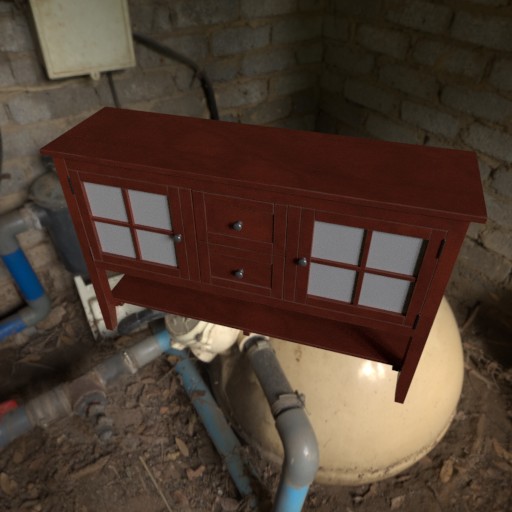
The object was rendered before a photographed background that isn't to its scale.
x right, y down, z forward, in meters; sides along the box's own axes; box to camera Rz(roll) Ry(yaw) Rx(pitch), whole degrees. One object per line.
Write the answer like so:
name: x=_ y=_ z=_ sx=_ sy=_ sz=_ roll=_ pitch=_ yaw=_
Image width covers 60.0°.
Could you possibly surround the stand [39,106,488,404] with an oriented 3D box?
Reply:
stand: x=0.000 y=0.000 z=1.707 sx=1.362 sy=0.872 sz=0.410 roll=11 pitch=40 yaw=13
